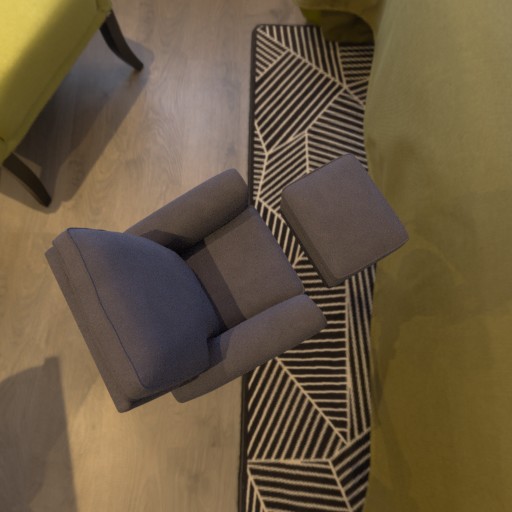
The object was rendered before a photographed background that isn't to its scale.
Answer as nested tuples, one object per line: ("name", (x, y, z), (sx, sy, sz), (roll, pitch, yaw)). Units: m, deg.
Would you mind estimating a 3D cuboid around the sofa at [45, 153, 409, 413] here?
("sofa", (0.000, 0.000, 2.039), (1.478, 0.959, 0.880), (-29, 77, -7))
